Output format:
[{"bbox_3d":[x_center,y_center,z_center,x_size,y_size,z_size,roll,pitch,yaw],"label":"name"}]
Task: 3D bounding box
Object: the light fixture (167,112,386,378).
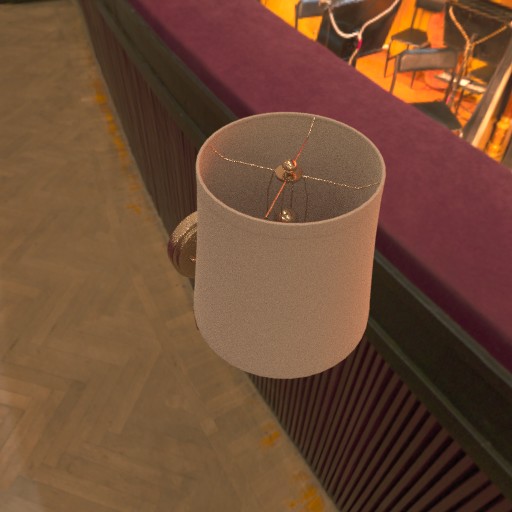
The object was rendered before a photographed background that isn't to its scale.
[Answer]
[{"bbox_3d":[0.000,0.000,0.591,0.223,0.381,0.348,-24,52,-20],"label":"light fixture"}]
